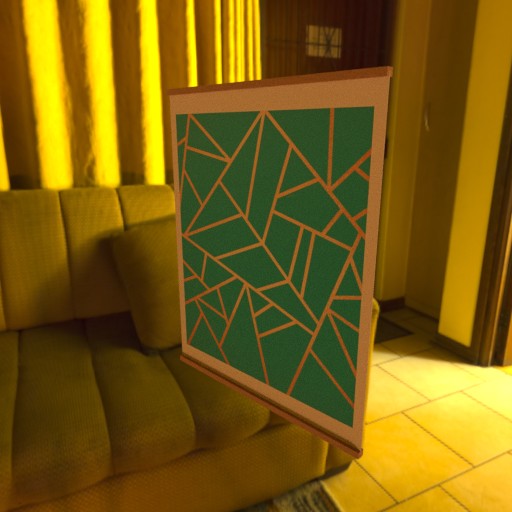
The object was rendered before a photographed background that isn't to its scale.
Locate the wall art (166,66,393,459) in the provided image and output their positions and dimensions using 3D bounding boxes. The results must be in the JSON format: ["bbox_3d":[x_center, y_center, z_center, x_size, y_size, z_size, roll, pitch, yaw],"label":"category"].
[{"bbox_3d":[0.000,0.000,0.687,0.405,0.508,0.012,14,21,41],"label":"wall art"}]
